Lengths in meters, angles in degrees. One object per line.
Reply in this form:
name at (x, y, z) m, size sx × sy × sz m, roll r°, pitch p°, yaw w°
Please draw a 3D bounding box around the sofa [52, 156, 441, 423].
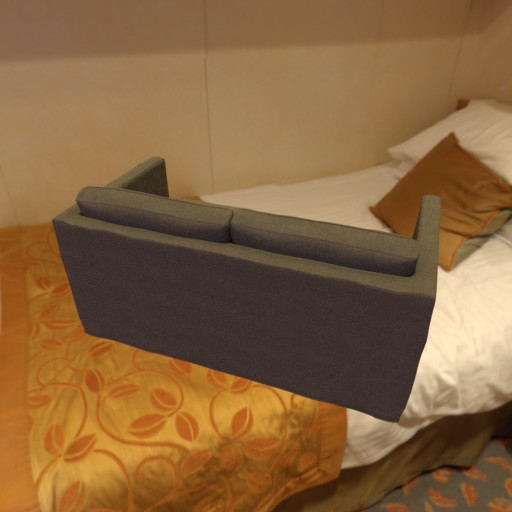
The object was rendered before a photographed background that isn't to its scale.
sofa at (0.000, 0.000, 2.411) m, size 1.802 × 0.854 × 0.974 m, roll 11°, pitch 34°, yaw 17°
